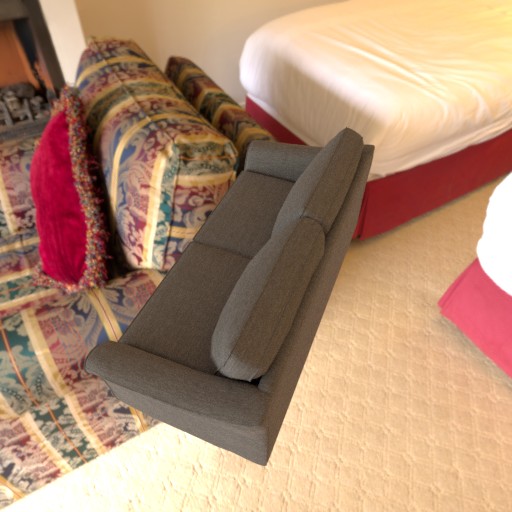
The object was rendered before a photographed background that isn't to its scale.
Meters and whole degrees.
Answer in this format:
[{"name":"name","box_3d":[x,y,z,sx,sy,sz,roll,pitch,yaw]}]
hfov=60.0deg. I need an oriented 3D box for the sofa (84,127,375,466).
[{"name":"sofa","box_3d":[0.000,0.000,2.820,0.971,0.950,2.270,17,49,15]}]
